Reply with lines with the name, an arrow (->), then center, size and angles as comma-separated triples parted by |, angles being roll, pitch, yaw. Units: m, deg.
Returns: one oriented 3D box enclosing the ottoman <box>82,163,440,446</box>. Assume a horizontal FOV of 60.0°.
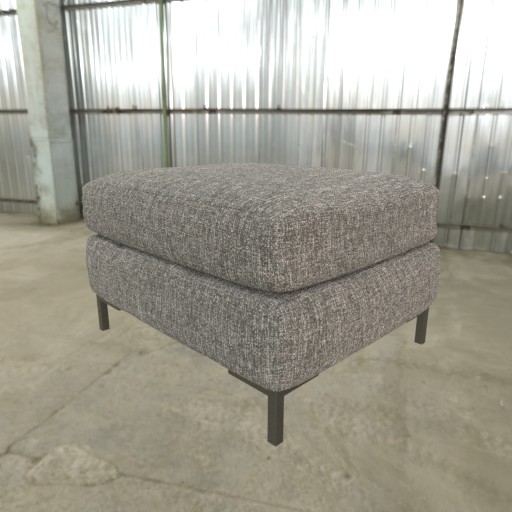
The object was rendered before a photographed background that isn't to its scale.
ottoman -> 0.000, 0.000, 1.234 | 0.683, 0.480, 0.828 | -15, 21, -42
